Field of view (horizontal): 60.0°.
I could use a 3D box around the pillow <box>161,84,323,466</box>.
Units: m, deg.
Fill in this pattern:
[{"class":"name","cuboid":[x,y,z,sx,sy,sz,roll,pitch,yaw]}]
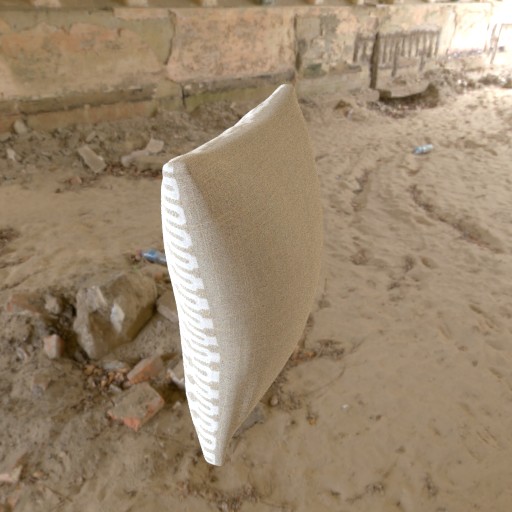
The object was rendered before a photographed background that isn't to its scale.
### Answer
[{"class":"pillow","cuboid":[0.000,0.000,0.774,0.219,0.491,0.496,9,32,15]}]
